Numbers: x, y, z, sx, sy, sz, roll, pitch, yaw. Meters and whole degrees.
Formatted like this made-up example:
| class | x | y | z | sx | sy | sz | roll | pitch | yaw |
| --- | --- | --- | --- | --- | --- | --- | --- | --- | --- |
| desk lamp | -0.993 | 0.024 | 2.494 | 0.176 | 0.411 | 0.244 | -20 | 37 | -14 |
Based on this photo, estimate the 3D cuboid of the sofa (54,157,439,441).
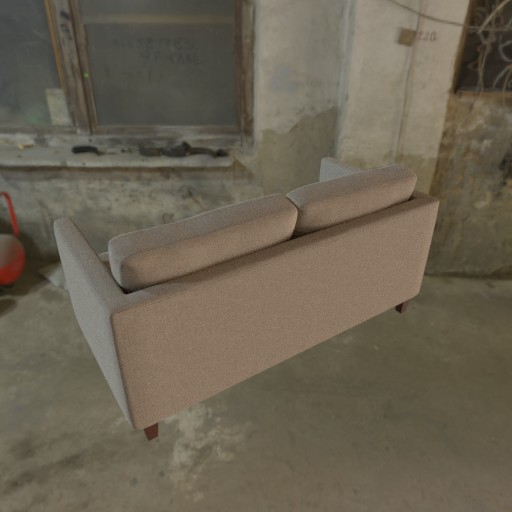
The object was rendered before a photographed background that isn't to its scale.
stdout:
| class | x | y | z | sx | sy | sz | roll | pitch | yaw |
| --- | --- | --- | --- | --- | --- | --- | --- | --- | --- |
| sofa | 0.000 | 0.000 | 2.482 | 1.884 | 0.947 | 0.951 | -19 | 35 | -29 |
